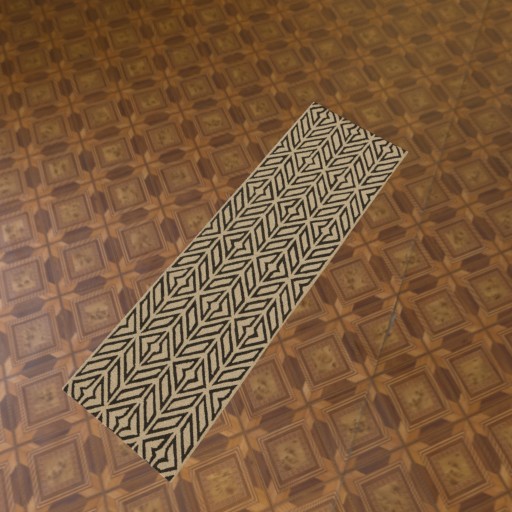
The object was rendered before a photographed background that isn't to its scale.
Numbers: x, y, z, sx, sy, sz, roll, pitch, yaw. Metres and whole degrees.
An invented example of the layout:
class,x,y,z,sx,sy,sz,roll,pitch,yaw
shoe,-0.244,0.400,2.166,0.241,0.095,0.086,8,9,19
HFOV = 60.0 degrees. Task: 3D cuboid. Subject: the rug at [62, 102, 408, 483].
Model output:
class,x,y,z,sx,sy,sz,roll,pitch,yaw
rug,0.000,0.000,2.640,0.750,0.009,2.435,33,70,14
